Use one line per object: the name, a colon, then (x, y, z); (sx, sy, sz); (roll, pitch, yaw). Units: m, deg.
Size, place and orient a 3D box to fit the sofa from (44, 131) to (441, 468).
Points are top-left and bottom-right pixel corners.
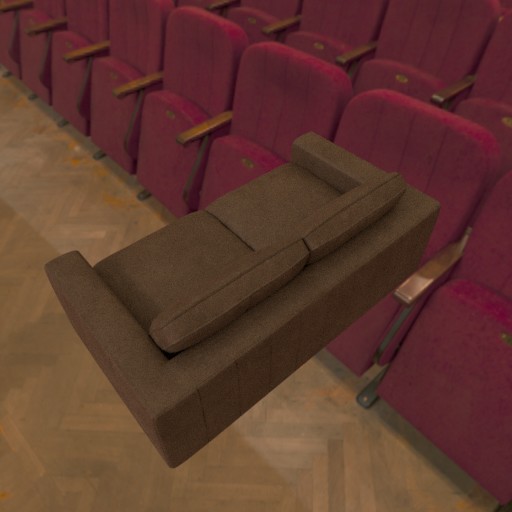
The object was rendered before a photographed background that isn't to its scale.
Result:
sofa: (0.000, 0.000, 2.466); (1.920, 0.800, 1.070); (-32, 54, -27)
